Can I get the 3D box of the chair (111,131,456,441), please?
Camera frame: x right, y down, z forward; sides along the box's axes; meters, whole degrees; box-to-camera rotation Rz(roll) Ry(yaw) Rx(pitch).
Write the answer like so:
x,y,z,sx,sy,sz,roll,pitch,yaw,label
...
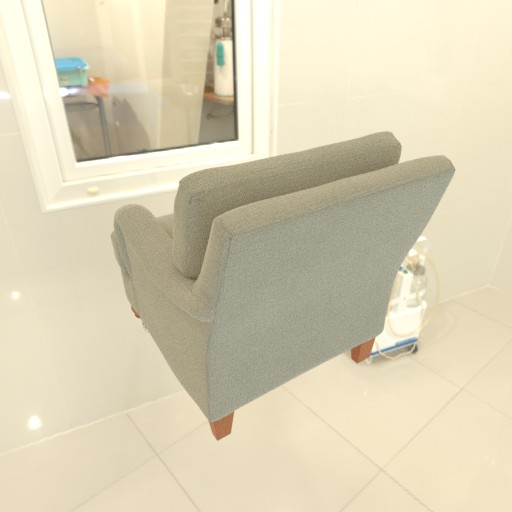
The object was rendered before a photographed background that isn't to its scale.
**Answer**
x,y,z,sx,sy,sz,roll,pitch,yaw,label
0.000,0.000,1.839,0.955,1.038,1.070,-19,35,-29,chair
